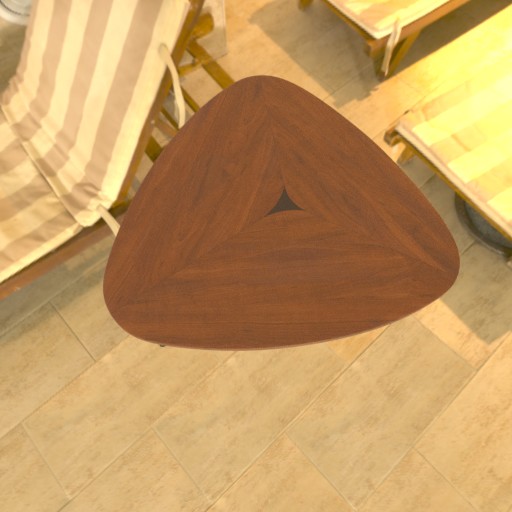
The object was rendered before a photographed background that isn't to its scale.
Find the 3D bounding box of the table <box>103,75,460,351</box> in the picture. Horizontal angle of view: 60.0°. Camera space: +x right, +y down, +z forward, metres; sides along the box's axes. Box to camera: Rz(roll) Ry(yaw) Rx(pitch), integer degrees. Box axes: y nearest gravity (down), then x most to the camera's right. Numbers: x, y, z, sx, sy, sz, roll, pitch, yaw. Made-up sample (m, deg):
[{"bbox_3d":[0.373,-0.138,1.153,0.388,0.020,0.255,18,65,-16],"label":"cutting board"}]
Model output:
[{"bbox_3d":[0.000,0.000,1.297,0.821,0.413,0.833,-34,69,-15],"label":"table"}]
